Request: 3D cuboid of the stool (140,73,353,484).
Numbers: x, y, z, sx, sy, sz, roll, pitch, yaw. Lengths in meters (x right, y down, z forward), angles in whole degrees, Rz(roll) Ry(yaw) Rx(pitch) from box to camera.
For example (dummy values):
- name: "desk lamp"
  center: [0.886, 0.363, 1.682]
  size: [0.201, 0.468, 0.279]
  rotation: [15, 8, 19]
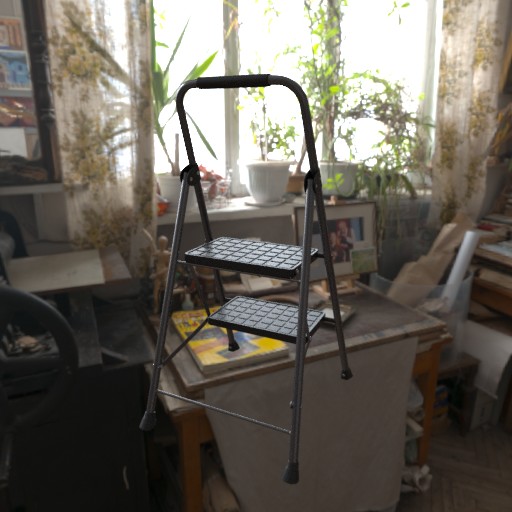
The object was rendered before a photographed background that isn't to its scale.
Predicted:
- name: "stool"
  center: [0.000, 0.000, 1.175]
  size: [0.450, 0.872, 0.514]
  rotation: [8, 18, 25]
